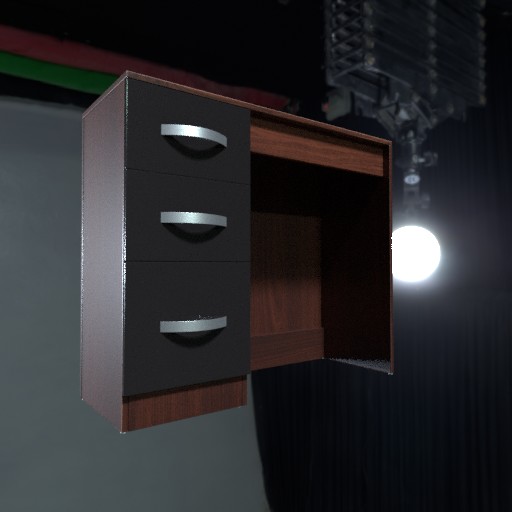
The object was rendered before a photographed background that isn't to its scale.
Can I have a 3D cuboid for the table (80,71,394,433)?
[{"bbox_3d":[0.000,0.000,1.356,0.930,0.790,0.380,1,-2,-36],"label":"table"}]
